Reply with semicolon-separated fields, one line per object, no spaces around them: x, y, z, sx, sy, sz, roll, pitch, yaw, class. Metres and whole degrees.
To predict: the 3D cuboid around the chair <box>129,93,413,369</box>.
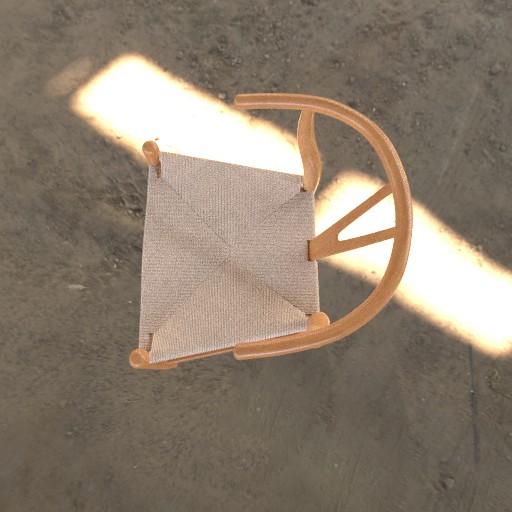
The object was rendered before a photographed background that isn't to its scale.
0.000;0.000;1.160;0.579;0.730;0.569;-1;75;0;chair
